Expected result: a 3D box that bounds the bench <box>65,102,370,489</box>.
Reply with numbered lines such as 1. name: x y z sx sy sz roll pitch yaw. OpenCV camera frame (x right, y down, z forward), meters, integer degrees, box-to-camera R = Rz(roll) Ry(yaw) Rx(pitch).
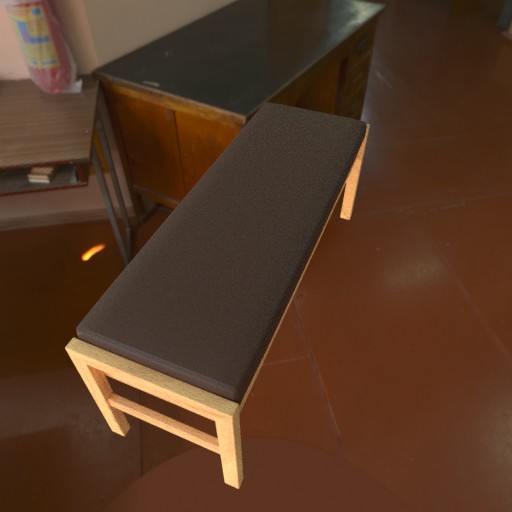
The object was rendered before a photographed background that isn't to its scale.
1. bench: 0.000 0.000 1.445 0.405 0.480 1.200 17 48 16
